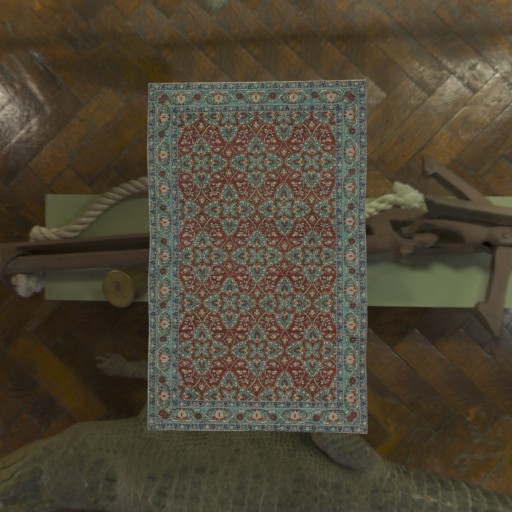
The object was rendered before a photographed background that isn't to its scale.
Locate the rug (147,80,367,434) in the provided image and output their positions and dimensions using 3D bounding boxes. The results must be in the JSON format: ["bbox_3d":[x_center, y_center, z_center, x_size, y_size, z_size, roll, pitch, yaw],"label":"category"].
[{"bbox_3d":[0.000,0.000,3.085,1.533,0.011,2.439,0,89,2],"label":"rug"}]
